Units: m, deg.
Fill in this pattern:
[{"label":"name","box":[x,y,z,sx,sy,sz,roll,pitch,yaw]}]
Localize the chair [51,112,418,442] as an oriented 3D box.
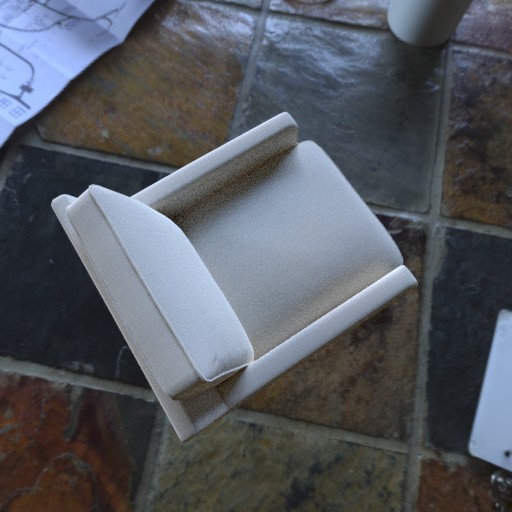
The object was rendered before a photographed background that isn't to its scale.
[{"label":"chair","box":[0.000,0.000,1.689,1.014,0.943,0.853,-32,76,-9]}]
